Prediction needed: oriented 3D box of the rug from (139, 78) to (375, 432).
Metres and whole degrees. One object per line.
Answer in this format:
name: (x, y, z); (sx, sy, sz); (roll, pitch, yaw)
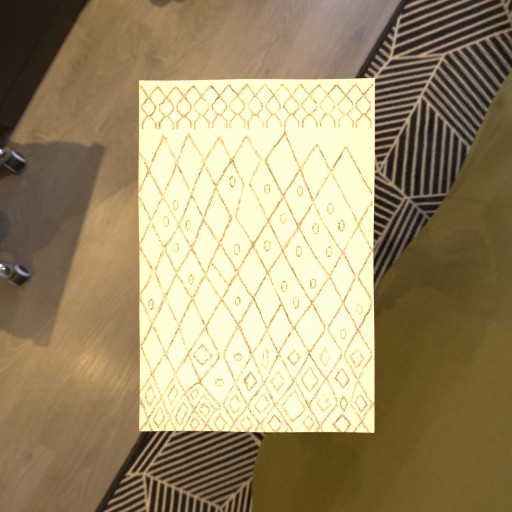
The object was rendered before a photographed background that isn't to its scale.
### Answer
rug: (0.000, 0.000, 2.298); (1.222, 0.015, 1.828); (0, 90, 1)
